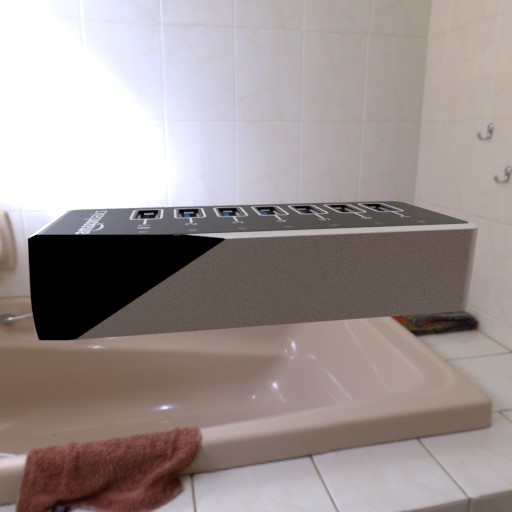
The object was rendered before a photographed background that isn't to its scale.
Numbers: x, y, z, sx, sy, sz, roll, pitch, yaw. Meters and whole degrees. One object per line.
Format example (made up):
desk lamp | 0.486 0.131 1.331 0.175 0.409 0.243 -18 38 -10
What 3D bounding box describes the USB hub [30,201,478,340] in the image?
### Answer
USB hub | 0.000 0.000 0.126 0.110 0.023 0.044 -3 16 -10
